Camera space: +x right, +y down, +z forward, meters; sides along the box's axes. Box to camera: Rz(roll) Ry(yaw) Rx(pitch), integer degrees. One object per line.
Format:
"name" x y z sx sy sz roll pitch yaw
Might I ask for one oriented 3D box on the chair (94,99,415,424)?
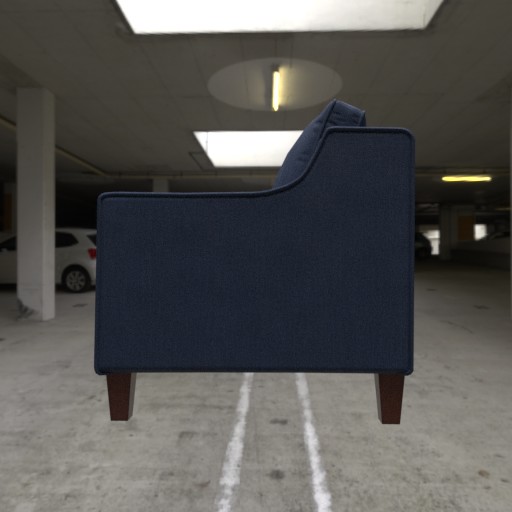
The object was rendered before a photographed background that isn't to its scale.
"chair" 0.000 0.000 1.646 0.909 0.960 0.831 0 0 2
